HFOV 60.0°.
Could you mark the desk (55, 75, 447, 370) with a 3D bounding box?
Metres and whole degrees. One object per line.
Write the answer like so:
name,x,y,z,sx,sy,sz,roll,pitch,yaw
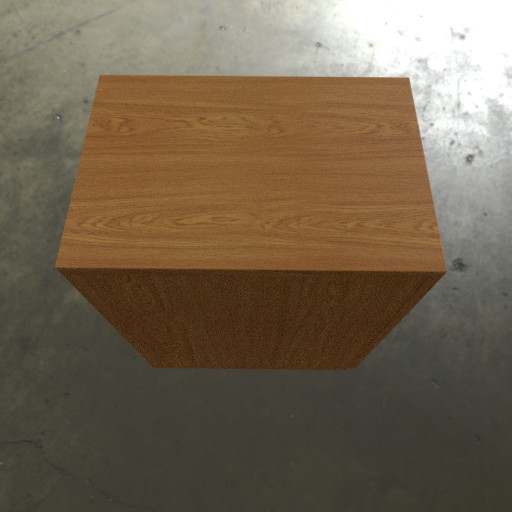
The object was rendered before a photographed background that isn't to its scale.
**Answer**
desk,0.000,0.000,1.080,0.600,0.730,0.404,1,64,0
